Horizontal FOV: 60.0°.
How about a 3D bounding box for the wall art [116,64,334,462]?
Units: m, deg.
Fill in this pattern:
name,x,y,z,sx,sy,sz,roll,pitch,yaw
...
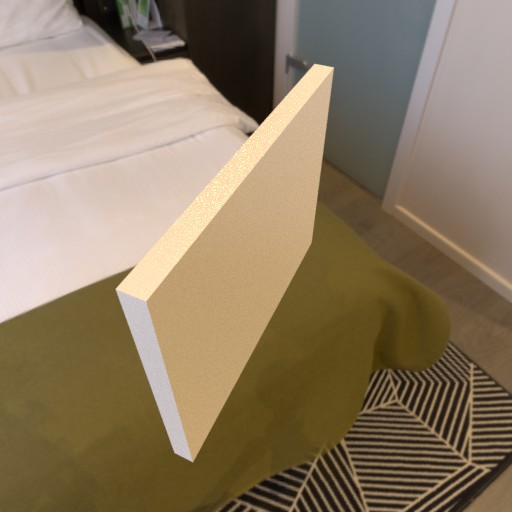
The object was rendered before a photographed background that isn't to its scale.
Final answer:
name,x,y,z,sx,sy,sz,roll,pitch,yaw
wall art,0.000,0.000,1.411,0.066,0.801,1.056,19,49,17
